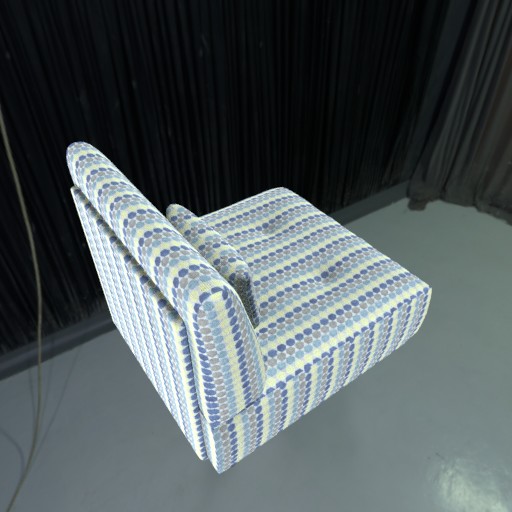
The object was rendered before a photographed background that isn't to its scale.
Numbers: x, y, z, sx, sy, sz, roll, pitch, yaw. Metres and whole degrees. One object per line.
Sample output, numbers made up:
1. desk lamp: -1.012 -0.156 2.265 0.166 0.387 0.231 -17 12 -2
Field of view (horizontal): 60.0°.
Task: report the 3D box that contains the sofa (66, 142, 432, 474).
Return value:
1. sofa: 0.000 0.000 1.669 1.000 0.830 0.930 -25 47 -26
